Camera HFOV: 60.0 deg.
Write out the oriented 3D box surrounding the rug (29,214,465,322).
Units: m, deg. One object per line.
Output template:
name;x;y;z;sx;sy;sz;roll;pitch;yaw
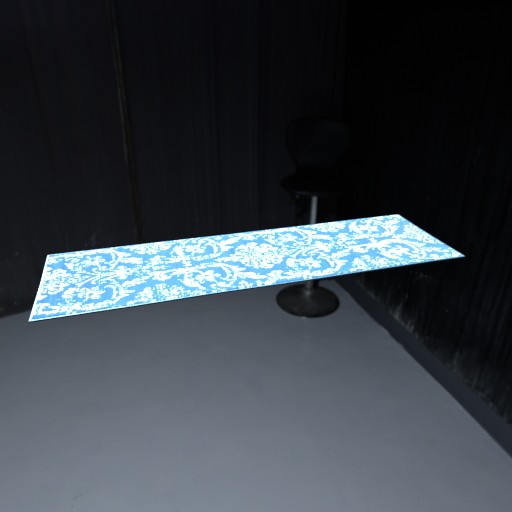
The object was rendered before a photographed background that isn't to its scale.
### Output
rug;0.000;0.000;2.431;2.196;0.011;0.662;-7;27;-15
